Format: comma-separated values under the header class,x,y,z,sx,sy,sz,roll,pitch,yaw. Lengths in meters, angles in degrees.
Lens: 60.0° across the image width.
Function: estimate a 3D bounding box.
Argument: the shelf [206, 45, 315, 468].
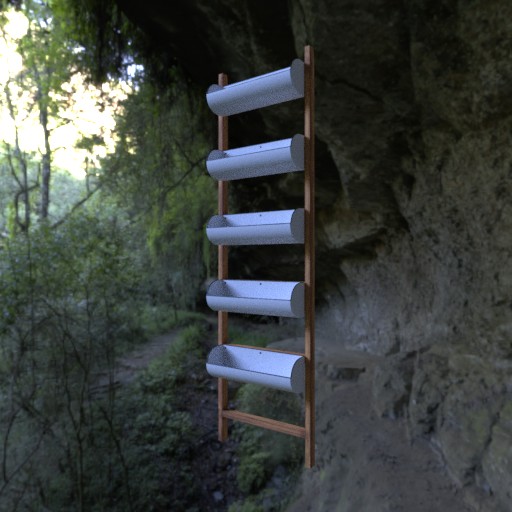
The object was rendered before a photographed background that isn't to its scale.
class,x,y,z,sx,sy,sz,roll,pitch,yaw
shelf,0.000,0.000,1.778,0.454,1.600,0.141,0,-1,36
